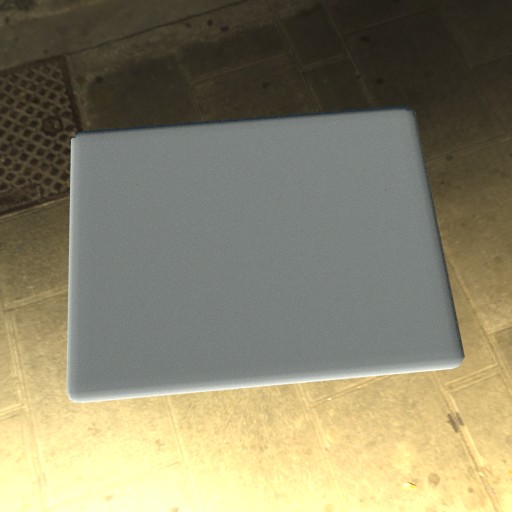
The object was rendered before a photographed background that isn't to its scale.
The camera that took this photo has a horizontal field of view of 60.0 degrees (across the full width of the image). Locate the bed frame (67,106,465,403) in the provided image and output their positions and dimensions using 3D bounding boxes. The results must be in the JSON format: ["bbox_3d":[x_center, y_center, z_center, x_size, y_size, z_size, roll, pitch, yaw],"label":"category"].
[{"bbox_3d":[0.000,0.000,2.726,2.037,0.677,1.528,-5,75,-1],"label":"bed frame"}]
